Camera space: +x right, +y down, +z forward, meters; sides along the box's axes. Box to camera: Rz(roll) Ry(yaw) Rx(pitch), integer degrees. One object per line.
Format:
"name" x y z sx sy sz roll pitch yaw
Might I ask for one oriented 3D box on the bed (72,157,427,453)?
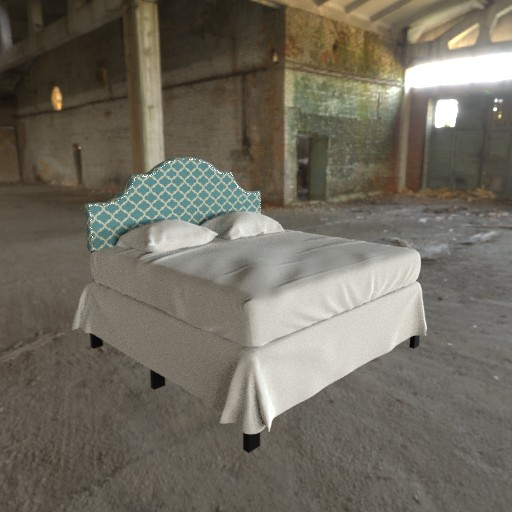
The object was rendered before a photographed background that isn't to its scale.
"bed" 0.000 0.000 3.682 2.314 1.601 2.222 -12 17 -43
